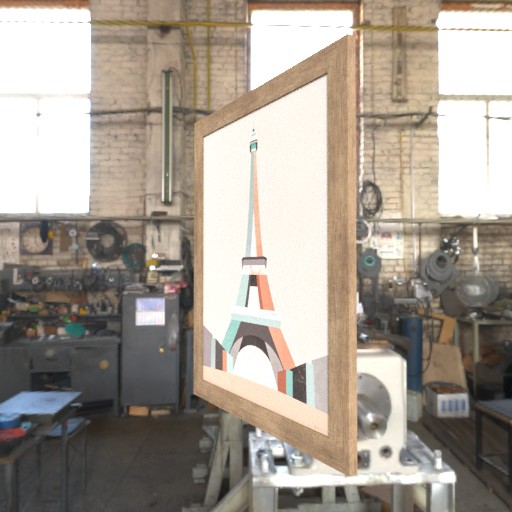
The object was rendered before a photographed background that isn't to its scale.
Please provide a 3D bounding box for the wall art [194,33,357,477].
[{"bbox_3d":[0.000,0.000,0.910,0.018,0.686,0.534,1,-2,-34],"label":"wall art"}]
